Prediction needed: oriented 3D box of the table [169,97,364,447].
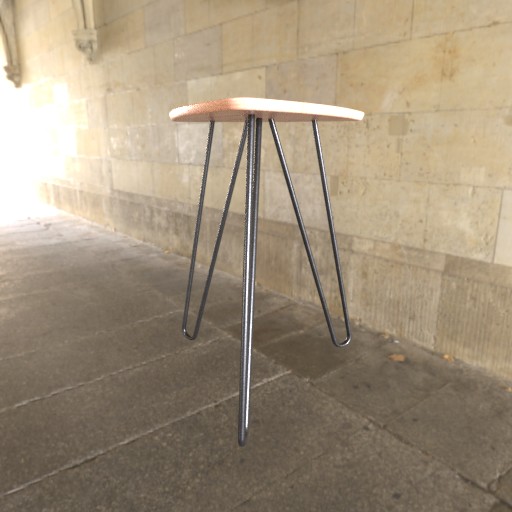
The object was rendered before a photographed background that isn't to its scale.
[{"bbox_3d":[0.000,0.000,0.887,0.442,0.564,0.455,2,15,6],"label":"table"}]
